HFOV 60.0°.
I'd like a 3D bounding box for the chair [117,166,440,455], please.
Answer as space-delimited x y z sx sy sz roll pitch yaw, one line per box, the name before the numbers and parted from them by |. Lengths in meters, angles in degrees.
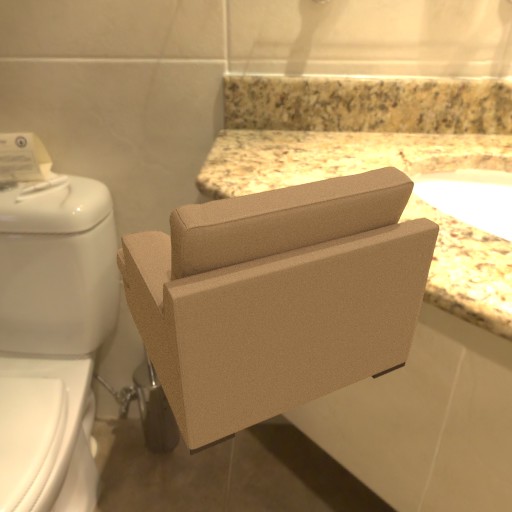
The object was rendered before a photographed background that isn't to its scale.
chair | 0.000 0.000 2.191 1.293 1.005 1.274 -19 35 -29
